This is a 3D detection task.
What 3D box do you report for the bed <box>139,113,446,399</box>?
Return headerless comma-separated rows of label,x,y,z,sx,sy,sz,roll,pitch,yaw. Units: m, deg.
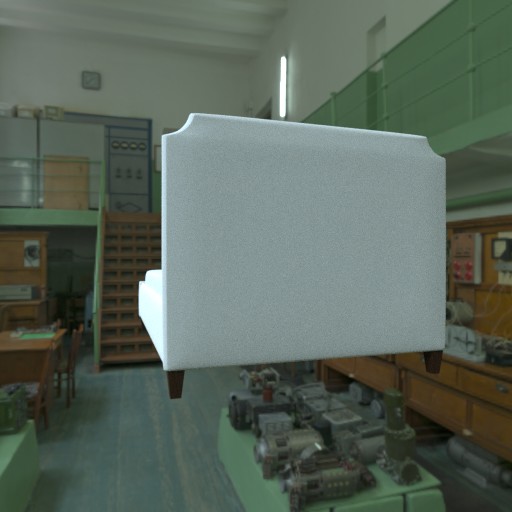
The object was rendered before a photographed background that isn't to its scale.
bed,0.000,0.000,3.535,1.712,1.443,2.372,0,0,-18
